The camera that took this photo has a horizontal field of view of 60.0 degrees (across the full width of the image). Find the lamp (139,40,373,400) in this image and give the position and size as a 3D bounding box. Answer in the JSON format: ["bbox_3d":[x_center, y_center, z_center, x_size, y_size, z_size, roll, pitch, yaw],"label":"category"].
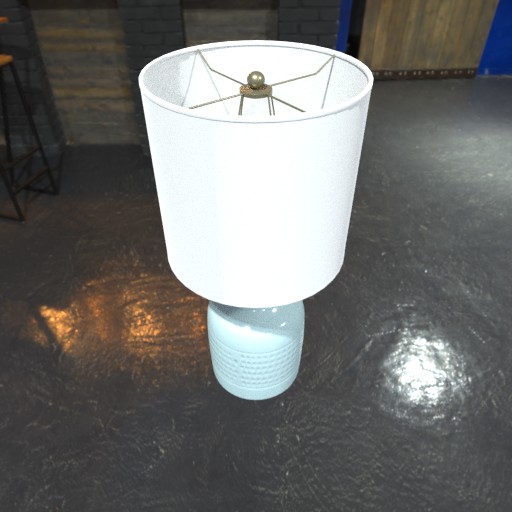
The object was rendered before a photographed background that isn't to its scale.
[{"bbox_3d":[0.000,0.000,1.082,0.418,0.871,0.418,1,40,1],"label":"lamp"}]
